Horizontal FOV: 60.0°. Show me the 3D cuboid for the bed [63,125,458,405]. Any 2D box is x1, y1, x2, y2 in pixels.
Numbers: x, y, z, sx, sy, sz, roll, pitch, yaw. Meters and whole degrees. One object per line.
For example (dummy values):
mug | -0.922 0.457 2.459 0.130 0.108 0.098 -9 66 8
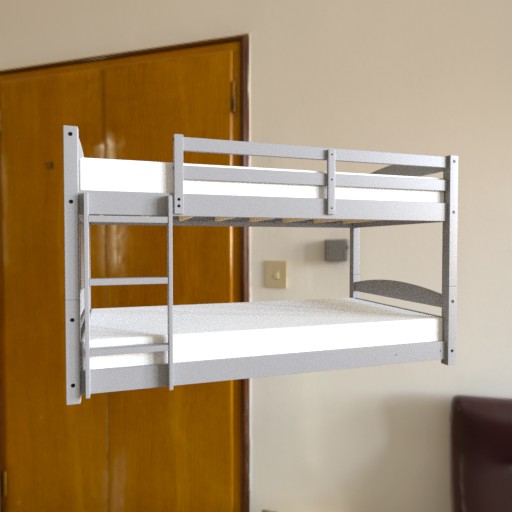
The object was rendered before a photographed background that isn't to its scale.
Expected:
bed | 0.000 0.000 2.644 2.013 1.206 1.105 0 2 -18
